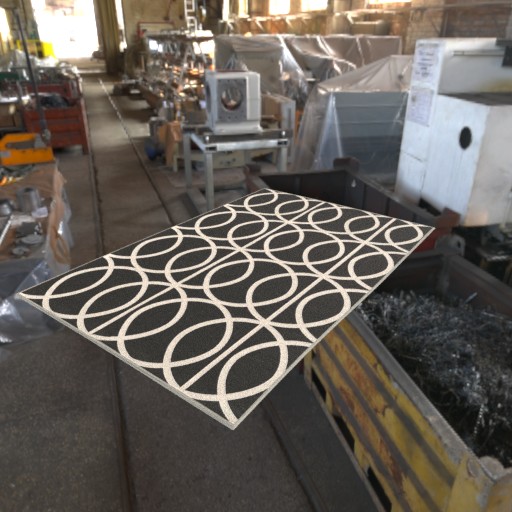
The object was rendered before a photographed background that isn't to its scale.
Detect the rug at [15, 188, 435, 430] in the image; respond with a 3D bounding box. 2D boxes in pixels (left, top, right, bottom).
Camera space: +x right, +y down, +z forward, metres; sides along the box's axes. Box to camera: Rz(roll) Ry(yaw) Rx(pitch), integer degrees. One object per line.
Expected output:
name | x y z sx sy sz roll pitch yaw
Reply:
rug | 0.000 0.000 2.791 1.528 0.014 2.294 19 32 32
